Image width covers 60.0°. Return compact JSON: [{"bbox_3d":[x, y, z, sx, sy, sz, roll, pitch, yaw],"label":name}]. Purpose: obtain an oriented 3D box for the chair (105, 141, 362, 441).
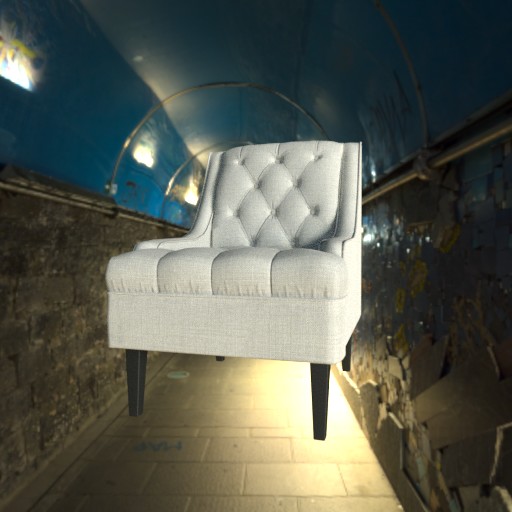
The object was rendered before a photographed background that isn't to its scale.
[{"bbox_3d":[0.000,0.000,1.457,0.658,0.891,0.772,0,1,17],"label":"chair"}]
